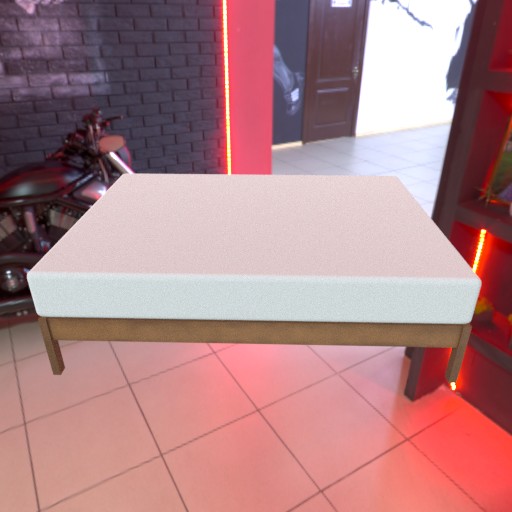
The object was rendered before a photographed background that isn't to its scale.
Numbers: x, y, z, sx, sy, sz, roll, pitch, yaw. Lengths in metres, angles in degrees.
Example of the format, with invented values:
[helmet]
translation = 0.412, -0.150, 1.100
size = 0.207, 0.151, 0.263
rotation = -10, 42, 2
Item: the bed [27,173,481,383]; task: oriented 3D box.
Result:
[bed]
translation = 0.000, 0.000, 2.770
size = 2.050, 0.593, 1.529
rotation = 1, 28, 1
